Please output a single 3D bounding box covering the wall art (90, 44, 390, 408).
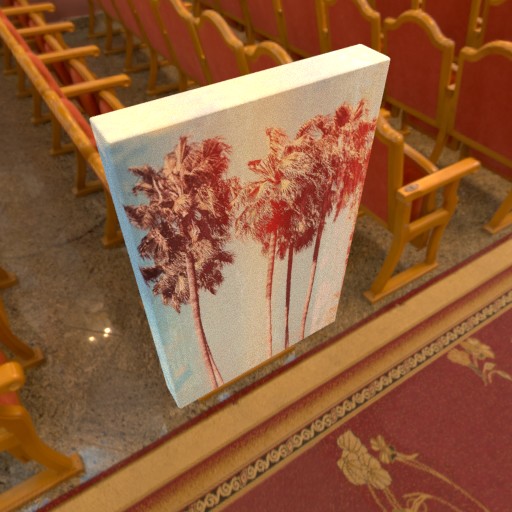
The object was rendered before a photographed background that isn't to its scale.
[{"bbox_3d":[0.000,0.000,0.479,0.251,0.380,0.039,-25,51,-22],"label":"wall art"}]
